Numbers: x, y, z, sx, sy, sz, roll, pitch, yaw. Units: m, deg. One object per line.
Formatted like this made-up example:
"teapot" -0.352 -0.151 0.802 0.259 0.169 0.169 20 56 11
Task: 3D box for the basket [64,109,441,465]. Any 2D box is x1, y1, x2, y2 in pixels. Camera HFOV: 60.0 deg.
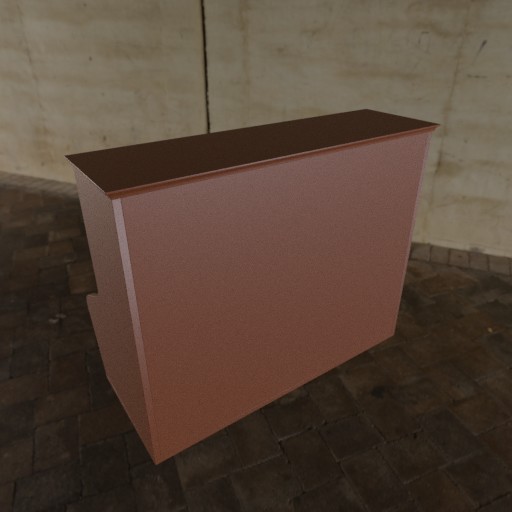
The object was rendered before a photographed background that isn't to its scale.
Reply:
"basket" 0.000 0.000 1.125 0.792 0.625 0.376 -18 34 -30
